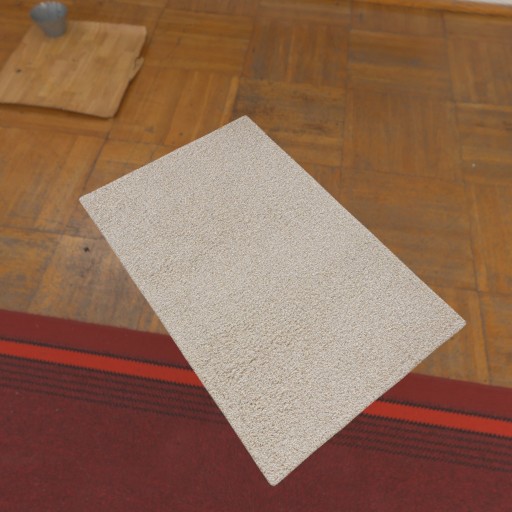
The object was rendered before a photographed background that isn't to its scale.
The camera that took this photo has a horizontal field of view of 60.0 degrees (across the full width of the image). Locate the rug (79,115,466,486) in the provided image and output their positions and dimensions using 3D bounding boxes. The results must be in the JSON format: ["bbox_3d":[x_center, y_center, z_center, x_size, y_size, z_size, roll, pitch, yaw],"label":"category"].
[{"bbox_3d":[0.000,0.000,3.511,1.778,0.030,2.743,-32,63,-18],"label":"rug"}]
